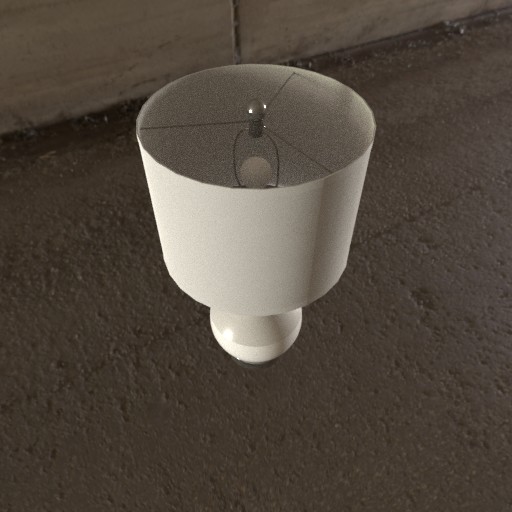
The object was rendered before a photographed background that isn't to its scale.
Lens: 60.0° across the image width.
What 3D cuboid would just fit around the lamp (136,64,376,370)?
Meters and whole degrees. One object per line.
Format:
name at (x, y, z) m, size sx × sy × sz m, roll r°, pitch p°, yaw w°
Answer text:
lamp at (0.000, 0.000, 0.894) m, size 0.357 × 0.673 × 0.357 m, roll 17°, pitch 49°, yaw 15°
